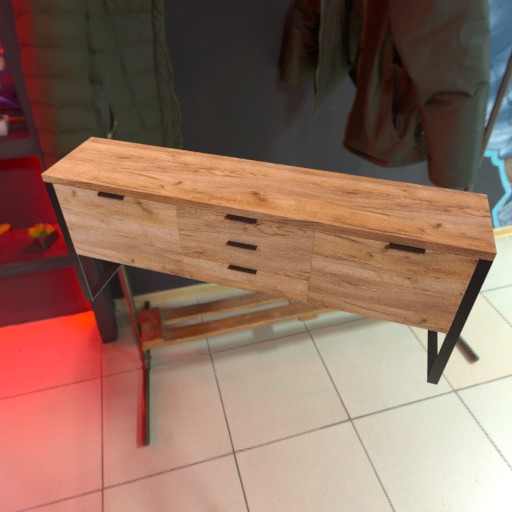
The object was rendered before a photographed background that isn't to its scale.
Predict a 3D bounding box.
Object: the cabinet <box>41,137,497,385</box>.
[{"bbox_3d":[0.000,0.000,2.065,1.800,0.762,0.395,11,41,13],"label":"cabinet"}]
